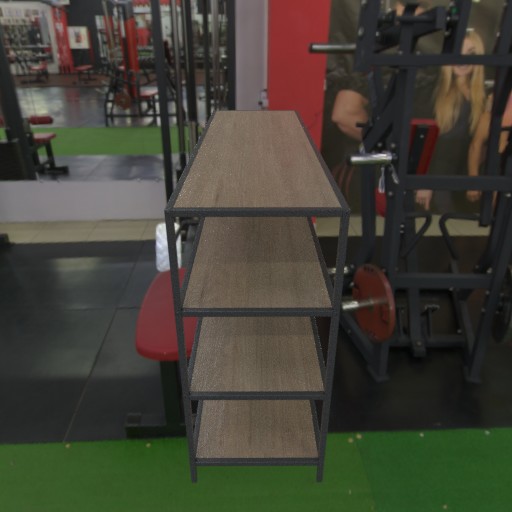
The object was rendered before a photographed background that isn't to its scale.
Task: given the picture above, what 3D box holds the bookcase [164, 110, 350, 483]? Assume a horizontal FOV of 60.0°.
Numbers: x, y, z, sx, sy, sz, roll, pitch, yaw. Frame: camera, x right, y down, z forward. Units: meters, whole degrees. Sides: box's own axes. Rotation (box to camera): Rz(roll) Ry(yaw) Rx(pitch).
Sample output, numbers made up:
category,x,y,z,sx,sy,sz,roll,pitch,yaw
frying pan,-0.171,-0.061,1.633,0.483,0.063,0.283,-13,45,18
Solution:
category,x,y,z,sx,sy,sz,roll,pitch,yaw
bookcase,0.000,0.000,1.515,0.350,0.780,1.140,0,27,0
